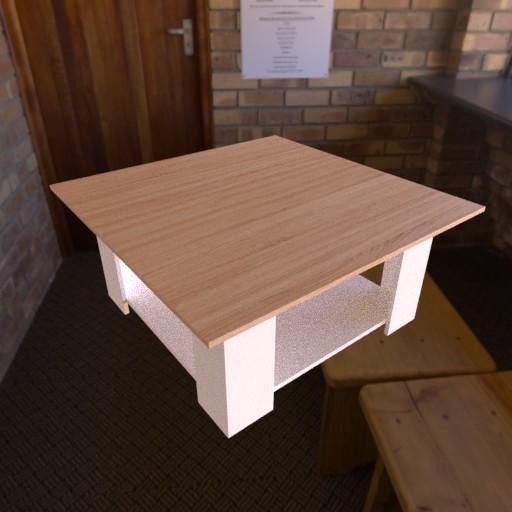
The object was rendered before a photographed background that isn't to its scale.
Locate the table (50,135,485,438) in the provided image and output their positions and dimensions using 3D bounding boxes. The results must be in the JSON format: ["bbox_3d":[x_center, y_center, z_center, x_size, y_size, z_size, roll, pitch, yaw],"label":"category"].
[{"bbox_3d":[0.000,0.000,1.035,0.670,0.305,0.670,-22,37,-32],"label":"table"}]
